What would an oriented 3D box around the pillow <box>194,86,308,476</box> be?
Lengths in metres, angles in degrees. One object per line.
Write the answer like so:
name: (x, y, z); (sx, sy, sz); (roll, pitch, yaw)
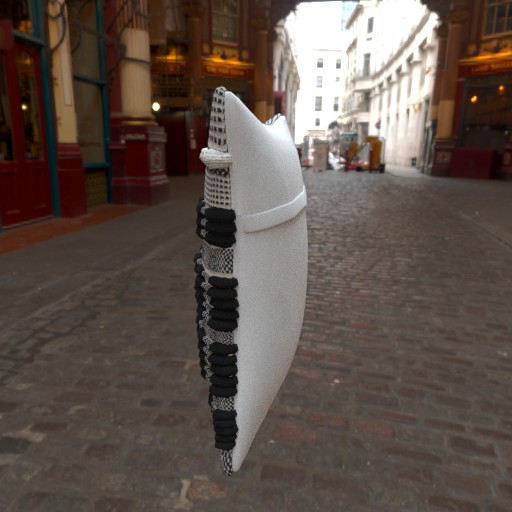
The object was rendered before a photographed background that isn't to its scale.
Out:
pillow: (0.000, 0.000, 0.675); (0.156, 0.438, 0.436); (3, 15, 10)
